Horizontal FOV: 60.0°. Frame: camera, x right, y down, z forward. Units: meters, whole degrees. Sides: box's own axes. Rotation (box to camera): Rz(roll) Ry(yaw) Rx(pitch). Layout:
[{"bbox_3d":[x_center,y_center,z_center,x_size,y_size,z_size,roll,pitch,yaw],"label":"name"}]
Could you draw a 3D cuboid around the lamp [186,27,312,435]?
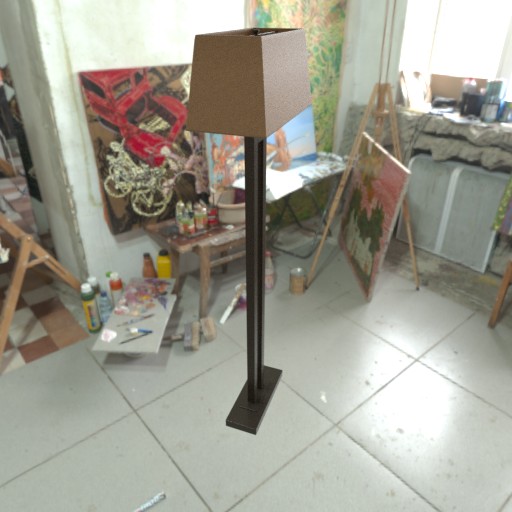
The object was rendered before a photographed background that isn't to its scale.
[{"bbox_3d":[0.000,0.000,1.614,0.233,1.469,0.475,10,31,18],"label":"lamp"}]
